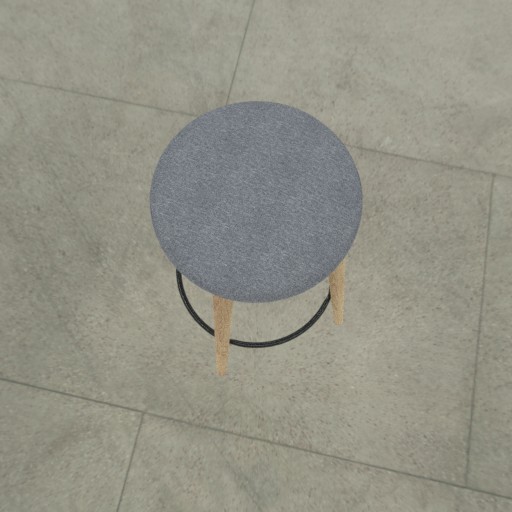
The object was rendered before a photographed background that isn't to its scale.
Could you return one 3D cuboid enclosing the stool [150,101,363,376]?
[{"bbox_3d":[0.000,0.000,1.005,0.410,0.770,0.410,-22,76,-6],"label":"stool"}]
